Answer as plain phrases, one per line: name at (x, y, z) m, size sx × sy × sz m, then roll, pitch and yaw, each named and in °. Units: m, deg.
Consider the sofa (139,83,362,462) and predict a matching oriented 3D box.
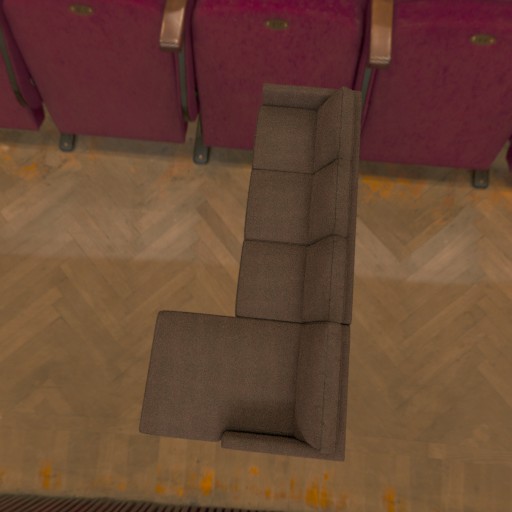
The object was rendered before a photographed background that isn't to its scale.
sofa at (0.000, 0.000, 3.954) m, size 1.650 × 0.922 × 3.205 m, roll 6°, pitch 75°, yaw 2°
